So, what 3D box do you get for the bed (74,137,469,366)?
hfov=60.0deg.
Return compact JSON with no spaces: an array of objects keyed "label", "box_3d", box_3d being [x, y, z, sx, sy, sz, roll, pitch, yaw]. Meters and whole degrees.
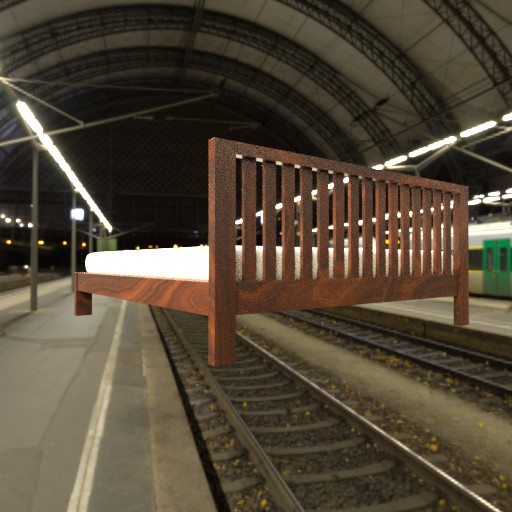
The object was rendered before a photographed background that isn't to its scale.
[{"label":"bed","box_3d":[0.000,0.000,3.102,1.905,0.890,2.030,1,-1,-37]}]
